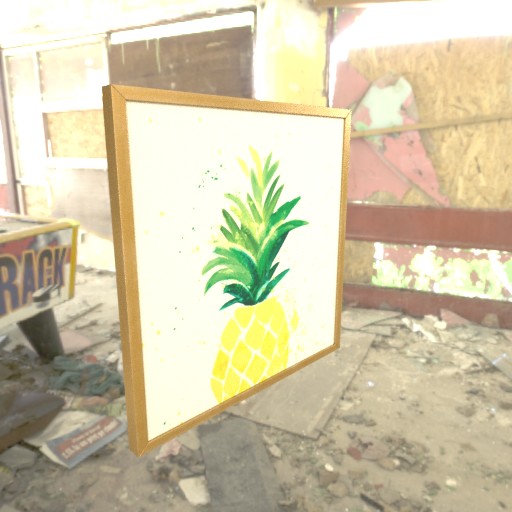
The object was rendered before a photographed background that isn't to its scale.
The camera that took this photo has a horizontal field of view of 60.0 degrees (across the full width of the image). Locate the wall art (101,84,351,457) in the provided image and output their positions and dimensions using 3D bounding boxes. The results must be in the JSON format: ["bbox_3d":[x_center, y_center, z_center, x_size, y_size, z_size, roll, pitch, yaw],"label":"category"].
[{"bbox_3d":[0.000,0.000,1.144,0.037,0.760,0.762,13,19,43],"label":"wall art"}]
